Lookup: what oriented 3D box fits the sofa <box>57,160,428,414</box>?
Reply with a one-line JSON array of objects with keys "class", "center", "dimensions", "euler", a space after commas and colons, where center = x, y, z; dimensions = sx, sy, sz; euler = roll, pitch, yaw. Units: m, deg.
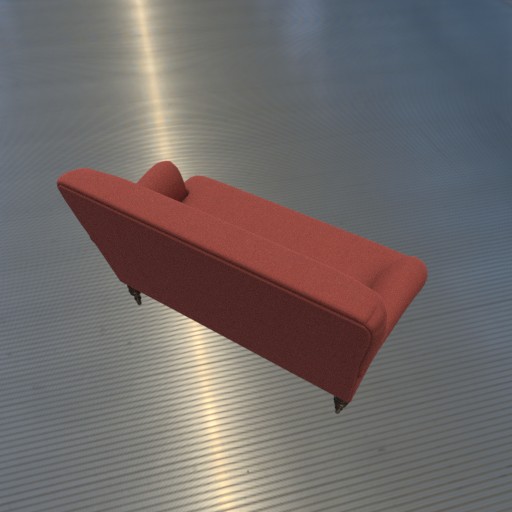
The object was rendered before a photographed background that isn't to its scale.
[{"class": "sofa", "center": [0.000, 0.000, 1.852], "dimensions": [1.297, 0.889, 0.779], "euler": [24, 52, 20]}]
